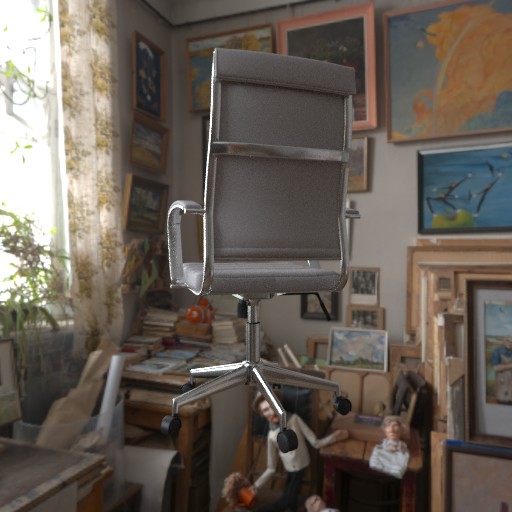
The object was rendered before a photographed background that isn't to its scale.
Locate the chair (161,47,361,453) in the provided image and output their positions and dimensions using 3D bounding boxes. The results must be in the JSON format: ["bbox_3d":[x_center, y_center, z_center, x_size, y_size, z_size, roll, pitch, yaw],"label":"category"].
[{"bbox_3d":[0.000,0.000,1.574,0.679,1.149,0.667,0,0,-18],"label":"chair"}]
